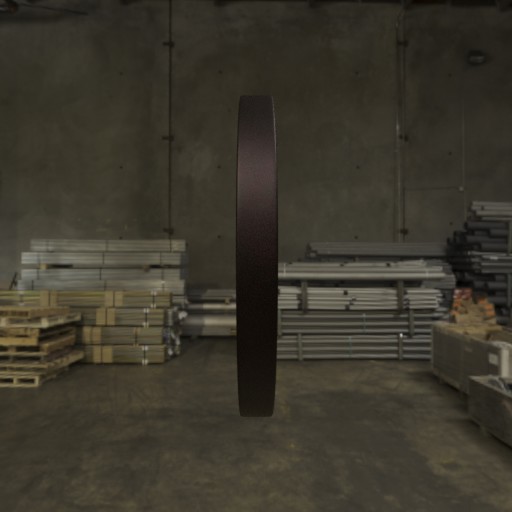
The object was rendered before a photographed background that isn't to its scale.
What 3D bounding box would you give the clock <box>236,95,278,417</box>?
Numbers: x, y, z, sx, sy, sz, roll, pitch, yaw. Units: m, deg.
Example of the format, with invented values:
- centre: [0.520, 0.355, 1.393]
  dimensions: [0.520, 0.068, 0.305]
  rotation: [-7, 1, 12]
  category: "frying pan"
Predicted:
- centre: [0.000, 0.000, 0.459]
  dimensions: [0.029, 0.314, 0.314]
  rotation: [0, -1, 0]
  category: "clock"
